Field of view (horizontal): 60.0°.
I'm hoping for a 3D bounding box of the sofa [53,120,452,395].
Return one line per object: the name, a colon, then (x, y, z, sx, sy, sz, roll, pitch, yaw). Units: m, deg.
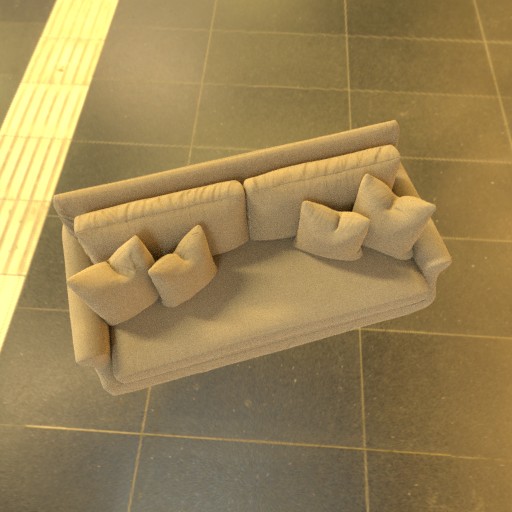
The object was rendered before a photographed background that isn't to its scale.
sofa: (0.000, 0.000, 2.794, 2.285, 0.904, 1.067, -14, 63, -7)
